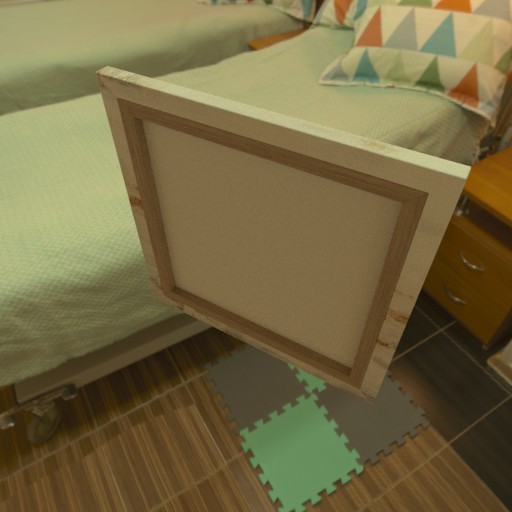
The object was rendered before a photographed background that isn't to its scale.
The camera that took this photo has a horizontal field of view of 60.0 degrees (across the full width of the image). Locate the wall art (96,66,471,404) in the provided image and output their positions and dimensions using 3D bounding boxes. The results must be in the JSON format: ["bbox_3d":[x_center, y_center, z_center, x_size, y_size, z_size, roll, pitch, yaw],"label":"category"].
[{"bbox_3d":[0.000,0.000,1.080,0.753,0.755,0.038,22,50,20],"label":"wall art"}]
